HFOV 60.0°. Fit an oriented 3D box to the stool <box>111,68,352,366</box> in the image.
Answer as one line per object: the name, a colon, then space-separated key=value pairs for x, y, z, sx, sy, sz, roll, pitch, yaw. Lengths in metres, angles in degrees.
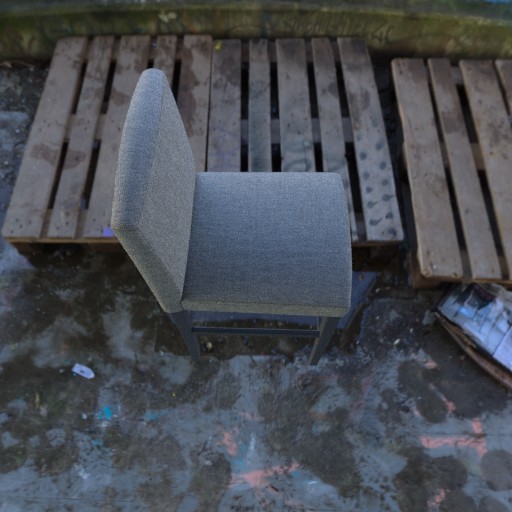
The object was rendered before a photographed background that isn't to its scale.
stool: x=0.000 y=0.000 z=1.416 sx=0.552 sy=1.138 sz=0.451 roll=1 pitch=63 yaw=1
